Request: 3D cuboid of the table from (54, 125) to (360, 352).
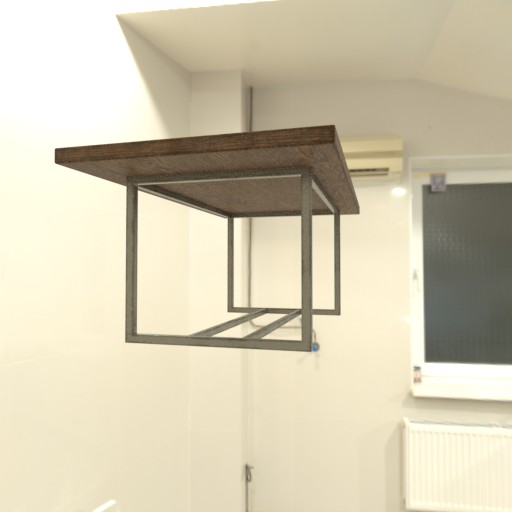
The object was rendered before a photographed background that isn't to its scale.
[{"bbox_3d":[0.000,0.000,2.524,1.078,0.795,1.989,0,-2,15],"label":"table"}]
